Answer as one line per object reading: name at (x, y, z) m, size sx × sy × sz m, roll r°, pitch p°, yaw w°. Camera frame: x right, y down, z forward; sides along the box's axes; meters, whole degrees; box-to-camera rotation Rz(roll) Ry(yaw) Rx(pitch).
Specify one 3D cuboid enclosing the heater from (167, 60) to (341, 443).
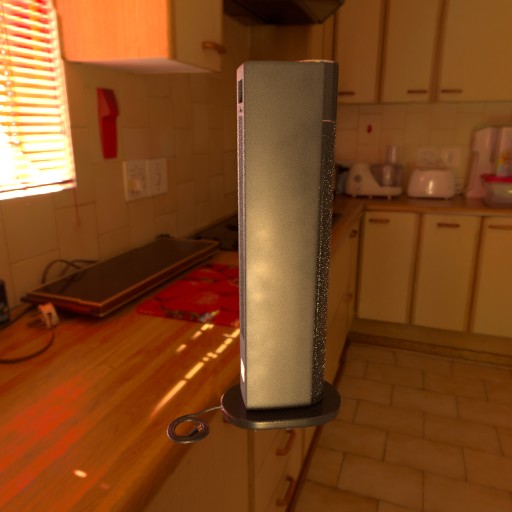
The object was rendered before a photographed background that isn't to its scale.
heater at (0.000, 0.000, 1.056) m, size 0.458 × 0.856 × 0.214 m, roll -3°, pitch 16°, yaw -10°
